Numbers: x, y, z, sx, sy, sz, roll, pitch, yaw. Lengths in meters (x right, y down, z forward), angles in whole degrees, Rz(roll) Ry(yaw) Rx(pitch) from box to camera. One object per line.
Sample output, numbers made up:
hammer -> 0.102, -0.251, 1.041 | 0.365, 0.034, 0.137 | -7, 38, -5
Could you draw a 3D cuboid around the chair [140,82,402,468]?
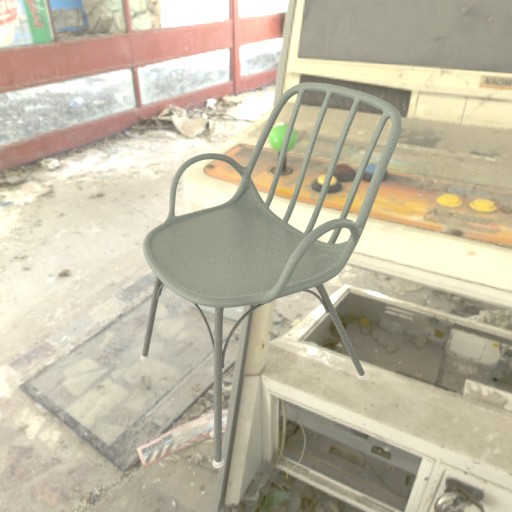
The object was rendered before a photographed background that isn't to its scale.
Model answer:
chair -> 0.000, 0.000, 1.220 | 0.597, 0.816, 0.549 | -21, 38, -29
